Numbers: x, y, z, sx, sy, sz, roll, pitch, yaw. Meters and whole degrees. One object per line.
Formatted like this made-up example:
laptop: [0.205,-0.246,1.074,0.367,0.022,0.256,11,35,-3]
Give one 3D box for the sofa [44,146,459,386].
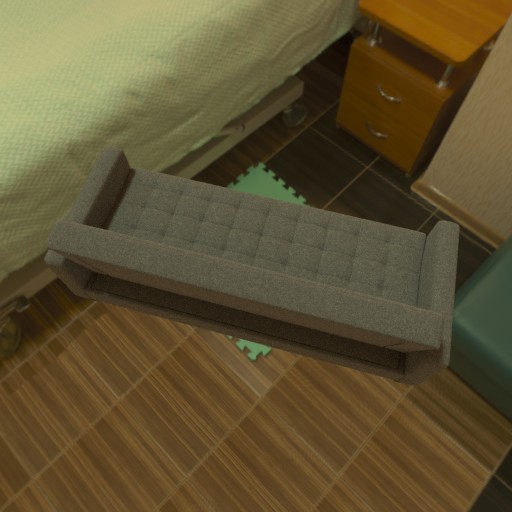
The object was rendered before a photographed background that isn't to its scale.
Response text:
sofa: [0.000,0.000,2.434,2.040,0.850,0.810,14,64,7]
